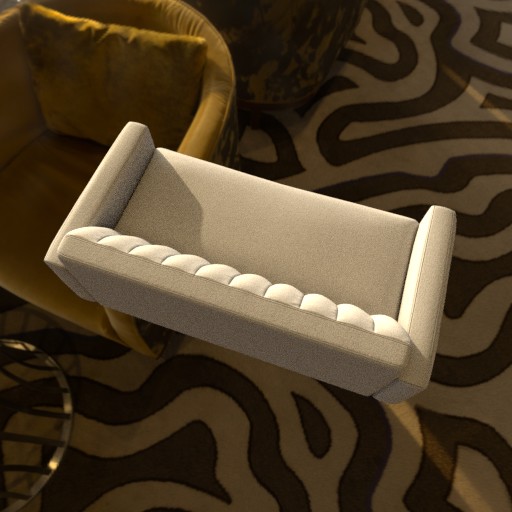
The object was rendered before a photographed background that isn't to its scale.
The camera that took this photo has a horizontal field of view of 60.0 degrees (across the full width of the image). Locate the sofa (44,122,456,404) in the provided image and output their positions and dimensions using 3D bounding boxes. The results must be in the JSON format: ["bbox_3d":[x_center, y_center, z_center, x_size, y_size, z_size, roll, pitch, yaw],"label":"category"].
[{"bbox_3d":[0.000,0.000,2.425,1.895,0.814,0.969,17,65,8],"label":"sofa"}]
